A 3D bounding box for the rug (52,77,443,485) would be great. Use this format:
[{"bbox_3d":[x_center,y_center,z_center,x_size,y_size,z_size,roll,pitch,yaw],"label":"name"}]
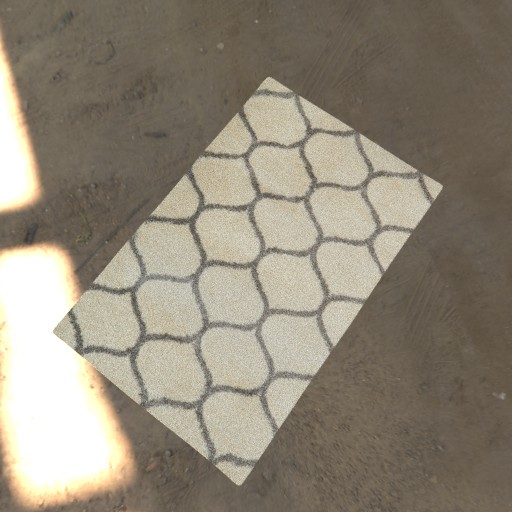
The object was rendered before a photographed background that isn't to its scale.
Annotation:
[{"bbox_3d":[0.000,0.000,2.941,1.501,0.024,2.348,35,78,9],"label":"rug"}]
